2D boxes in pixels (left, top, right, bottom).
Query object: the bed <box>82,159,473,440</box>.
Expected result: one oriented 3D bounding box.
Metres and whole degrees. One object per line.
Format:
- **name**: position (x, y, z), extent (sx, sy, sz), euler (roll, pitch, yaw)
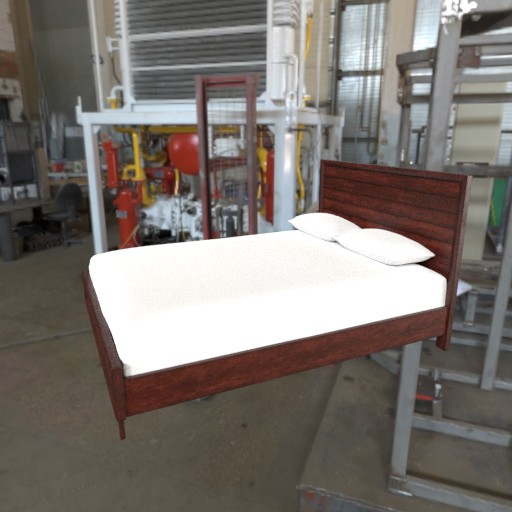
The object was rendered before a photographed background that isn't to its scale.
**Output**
- **bed**: position (0.000, 0.000, 3.942), extent (2.803, 1.492, 2.040), euler (-7, 18, -24)
